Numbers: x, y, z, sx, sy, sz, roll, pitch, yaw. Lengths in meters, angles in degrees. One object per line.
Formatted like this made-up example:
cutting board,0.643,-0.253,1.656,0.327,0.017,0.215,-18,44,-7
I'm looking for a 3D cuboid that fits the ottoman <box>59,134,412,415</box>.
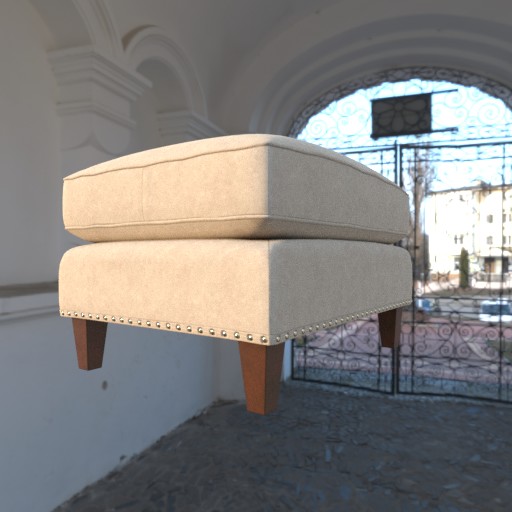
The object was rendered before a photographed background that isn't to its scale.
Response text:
ottoman,0.000,0.000,1.132,0.584,0.513,0.741,0,0,35
